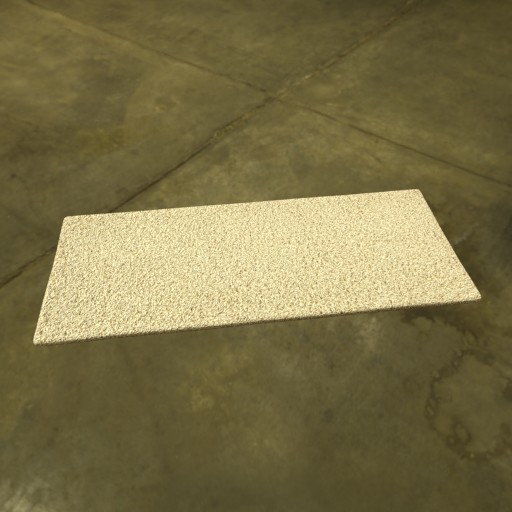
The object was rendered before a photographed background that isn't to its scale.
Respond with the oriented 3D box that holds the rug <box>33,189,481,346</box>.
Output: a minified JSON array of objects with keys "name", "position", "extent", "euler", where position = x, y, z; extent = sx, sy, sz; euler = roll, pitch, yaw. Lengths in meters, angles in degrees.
[{"name":"rug","position":[0.000,0.000,1.697],"extent":[1.524,0.030,0.609],"euler":[-5,48,-5]}]
